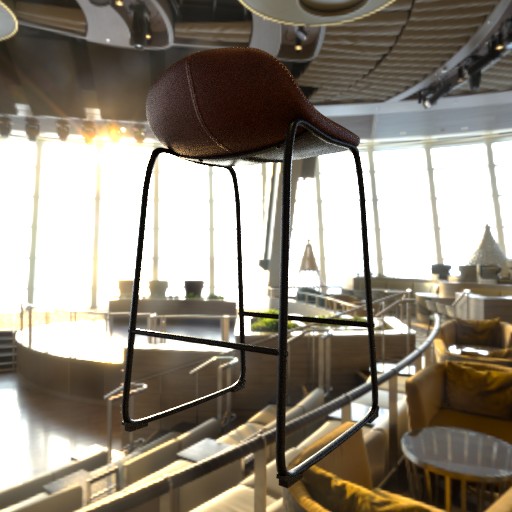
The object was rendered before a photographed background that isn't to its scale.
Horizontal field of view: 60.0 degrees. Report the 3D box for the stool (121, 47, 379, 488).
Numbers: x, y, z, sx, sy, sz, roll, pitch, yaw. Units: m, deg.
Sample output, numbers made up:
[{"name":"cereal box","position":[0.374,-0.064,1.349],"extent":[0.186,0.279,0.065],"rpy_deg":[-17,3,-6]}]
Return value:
[{"name":"stool","position":[0.000,0.000,1.096],"extent":[0.454,0.830,0.473],"rpy_deg":[0,-1,36]}]
